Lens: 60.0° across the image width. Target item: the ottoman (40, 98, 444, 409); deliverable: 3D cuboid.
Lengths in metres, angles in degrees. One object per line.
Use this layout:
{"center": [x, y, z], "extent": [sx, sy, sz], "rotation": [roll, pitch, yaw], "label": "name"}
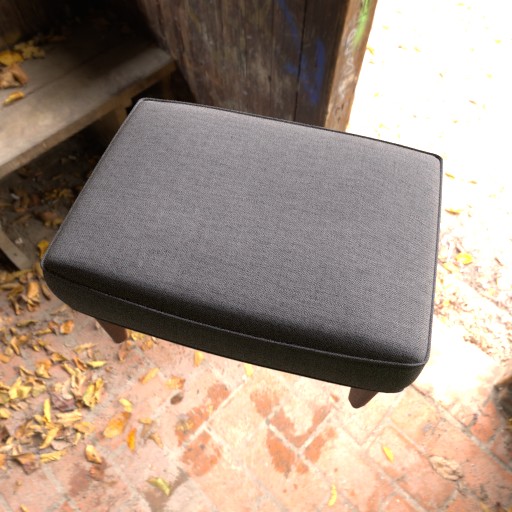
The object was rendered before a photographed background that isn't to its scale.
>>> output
{"center": [0.000, 0.000, 1.061], "extent": [0.750, 0.458, 0.555], "rotation": [13, 61, 8], "label": "ottoman"}
